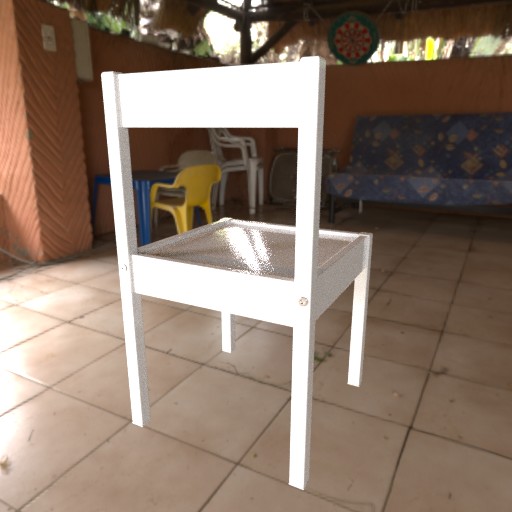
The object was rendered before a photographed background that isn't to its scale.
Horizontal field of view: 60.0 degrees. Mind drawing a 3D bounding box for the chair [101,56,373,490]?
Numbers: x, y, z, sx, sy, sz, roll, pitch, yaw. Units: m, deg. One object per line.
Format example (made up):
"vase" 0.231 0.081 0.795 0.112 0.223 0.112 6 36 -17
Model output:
"chair" 0.000 0.000 0.672 0.285 0.505 0.285 8 18 26
